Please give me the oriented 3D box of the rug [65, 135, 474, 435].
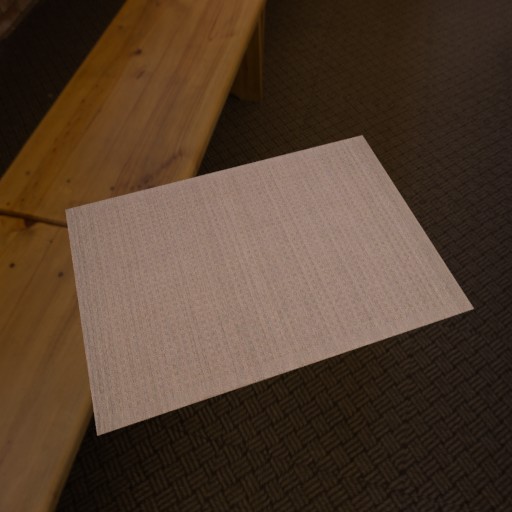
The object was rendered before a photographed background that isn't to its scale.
[{"bbox_3d":[0.000,0.000,3.680,2.895,0.006,1.981,-16,60,-9],"label":"rug"}]
